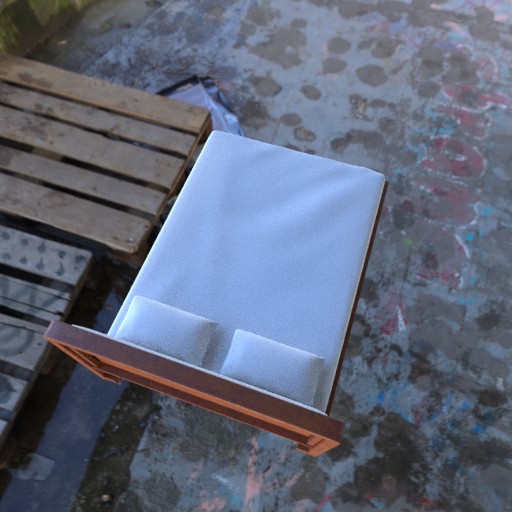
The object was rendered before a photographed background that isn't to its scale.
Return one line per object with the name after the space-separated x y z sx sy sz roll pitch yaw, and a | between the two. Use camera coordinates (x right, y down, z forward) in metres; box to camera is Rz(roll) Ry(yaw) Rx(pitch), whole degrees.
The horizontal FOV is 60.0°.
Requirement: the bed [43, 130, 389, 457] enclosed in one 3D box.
0.000 0.000 3.183 1.587 1.275 2.196 17 64 9 | bed
